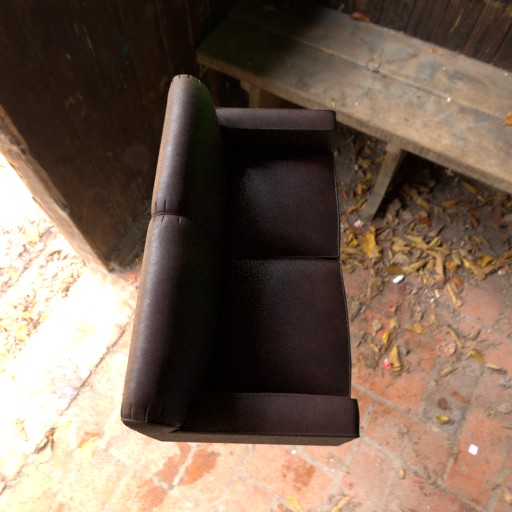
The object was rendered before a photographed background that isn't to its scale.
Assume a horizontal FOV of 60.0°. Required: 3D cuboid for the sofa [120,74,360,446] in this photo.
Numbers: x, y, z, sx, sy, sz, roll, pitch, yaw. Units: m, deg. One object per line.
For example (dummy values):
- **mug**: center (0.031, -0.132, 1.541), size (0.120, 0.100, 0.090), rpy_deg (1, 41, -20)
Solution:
- **sofa**: center (0.000, 0.000, 2.406), size (1.000, 0.966, 1.856), rpy_deg (1, 63, 1)
